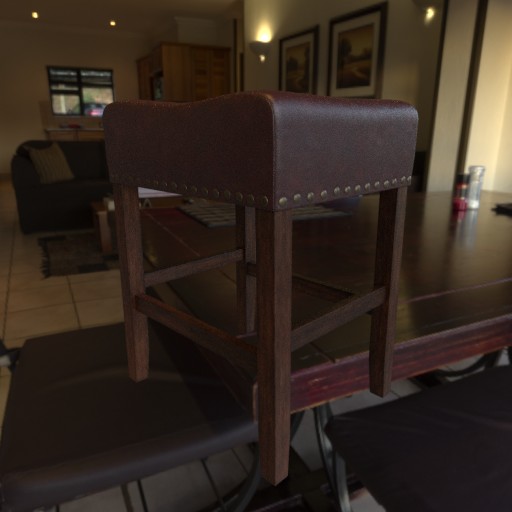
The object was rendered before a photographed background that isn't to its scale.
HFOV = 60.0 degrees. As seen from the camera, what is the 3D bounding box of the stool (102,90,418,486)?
[{"bbox_3d":[0.000,0.000,0.914,0.465,0.608,0.397,16,23,43],"label":"stool"}]
